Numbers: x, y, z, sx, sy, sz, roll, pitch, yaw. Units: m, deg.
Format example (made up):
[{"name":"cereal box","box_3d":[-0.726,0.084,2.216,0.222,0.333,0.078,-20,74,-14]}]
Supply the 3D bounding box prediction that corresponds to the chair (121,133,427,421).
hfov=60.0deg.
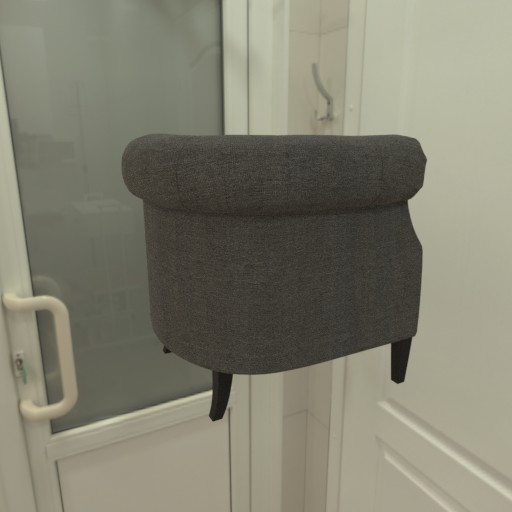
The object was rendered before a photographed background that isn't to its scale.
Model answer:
[{"name":"chair","box_3d":[0.000,0.000,1.555,0.852,0.827,0.905,-8,17,-27]}]
